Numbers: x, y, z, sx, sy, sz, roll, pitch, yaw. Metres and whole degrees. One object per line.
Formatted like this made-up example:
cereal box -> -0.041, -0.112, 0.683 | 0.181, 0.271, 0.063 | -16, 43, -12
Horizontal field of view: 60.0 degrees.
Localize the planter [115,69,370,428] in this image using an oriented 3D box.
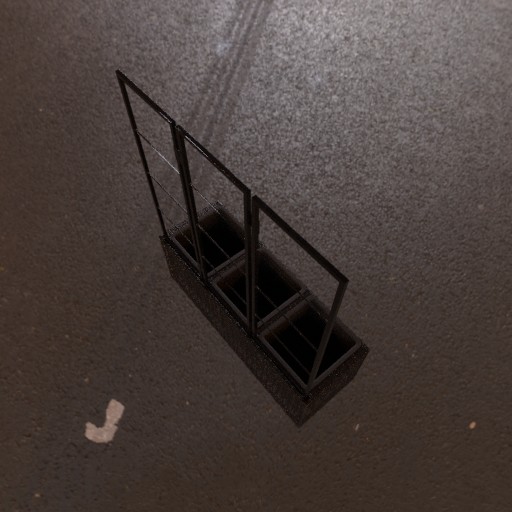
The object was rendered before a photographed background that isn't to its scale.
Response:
planter -> 0.000, 0.000, 1.174 | 0.244, 0.841, 0.698 | -35, 63, -21
